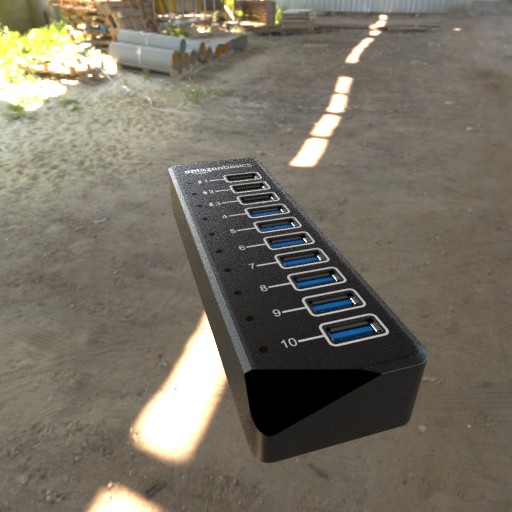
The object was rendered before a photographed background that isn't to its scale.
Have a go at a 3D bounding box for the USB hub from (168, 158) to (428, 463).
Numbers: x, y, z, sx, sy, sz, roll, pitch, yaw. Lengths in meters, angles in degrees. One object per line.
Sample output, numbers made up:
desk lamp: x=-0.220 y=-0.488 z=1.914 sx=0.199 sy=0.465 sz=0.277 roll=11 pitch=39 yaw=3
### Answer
USB hub: x=0.000 y=0.000 z=0.162 sx=0.044 sy=0.023 sz=0.145 roll=-9 pitch=33 yaw=-14
